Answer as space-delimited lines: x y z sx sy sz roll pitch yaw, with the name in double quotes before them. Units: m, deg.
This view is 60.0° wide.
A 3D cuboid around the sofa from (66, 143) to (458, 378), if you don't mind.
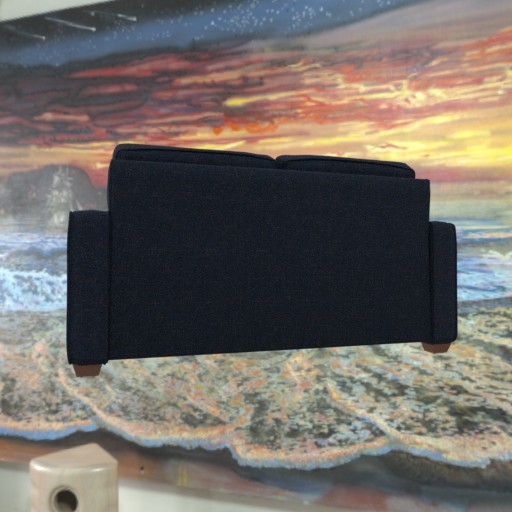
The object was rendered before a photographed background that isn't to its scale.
"sofa" 0.000 0.000 2.269 1.709 0.918 0.947 0 -1 -16
